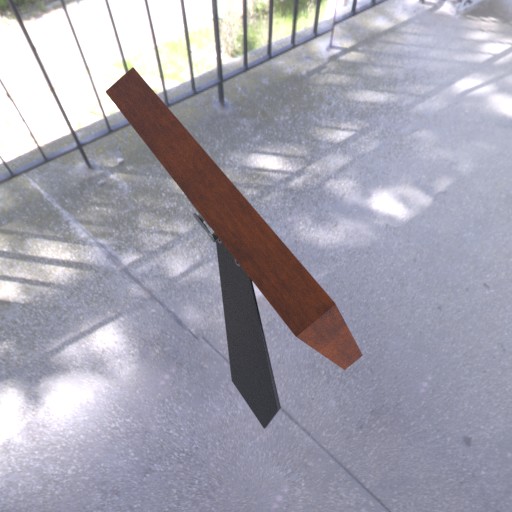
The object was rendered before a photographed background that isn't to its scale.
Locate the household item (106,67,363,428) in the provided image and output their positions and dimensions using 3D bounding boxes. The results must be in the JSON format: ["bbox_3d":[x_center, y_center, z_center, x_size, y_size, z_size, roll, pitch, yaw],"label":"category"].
[{"bbox_3d":[0.000,0.000,0.289,0.096,0.204,0.160,-32,65,-16],"label":"household item"}]
